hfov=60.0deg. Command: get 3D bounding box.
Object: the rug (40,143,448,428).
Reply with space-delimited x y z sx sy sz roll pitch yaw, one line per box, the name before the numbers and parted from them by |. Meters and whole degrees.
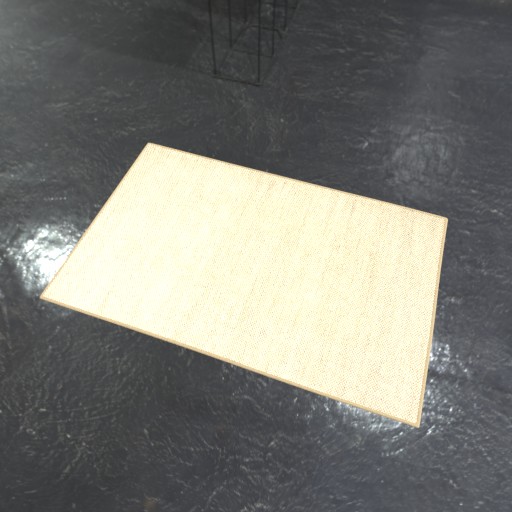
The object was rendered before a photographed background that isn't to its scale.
rug | 0.000 0.000 2.088 1.667 0.013 1.062 16 58 11
